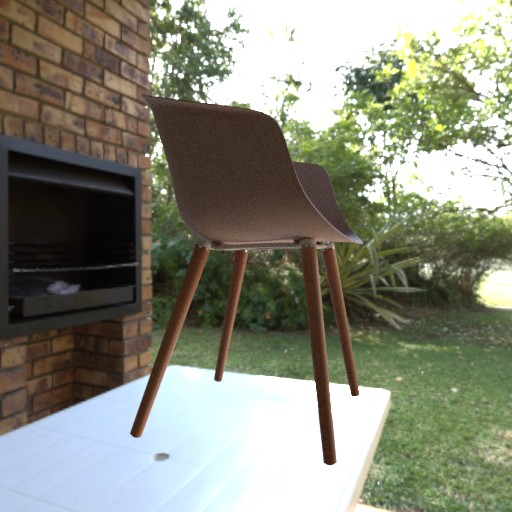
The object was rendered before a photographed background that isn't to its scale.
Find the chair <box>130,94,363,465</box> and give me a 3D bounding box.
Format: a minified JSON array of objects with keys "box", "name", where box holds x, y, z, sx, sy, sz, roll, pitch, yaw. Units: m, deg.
[{"box":[0.000,0.000,1.095,0.504,0.781,0.593,0,1,19],"name":"chair"}]
